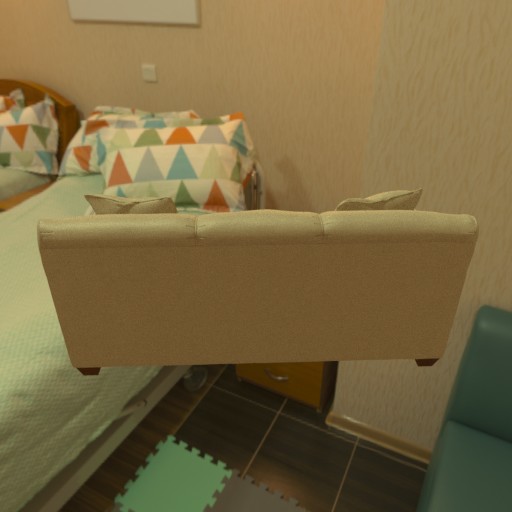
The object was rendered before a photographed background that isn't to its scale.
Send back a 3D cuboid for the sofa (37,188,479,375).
[{"bbox_3d":[0.000,0.000,2.602,2.024,0.958,0.997,-1,30,-2],"label":"sofa"}]
